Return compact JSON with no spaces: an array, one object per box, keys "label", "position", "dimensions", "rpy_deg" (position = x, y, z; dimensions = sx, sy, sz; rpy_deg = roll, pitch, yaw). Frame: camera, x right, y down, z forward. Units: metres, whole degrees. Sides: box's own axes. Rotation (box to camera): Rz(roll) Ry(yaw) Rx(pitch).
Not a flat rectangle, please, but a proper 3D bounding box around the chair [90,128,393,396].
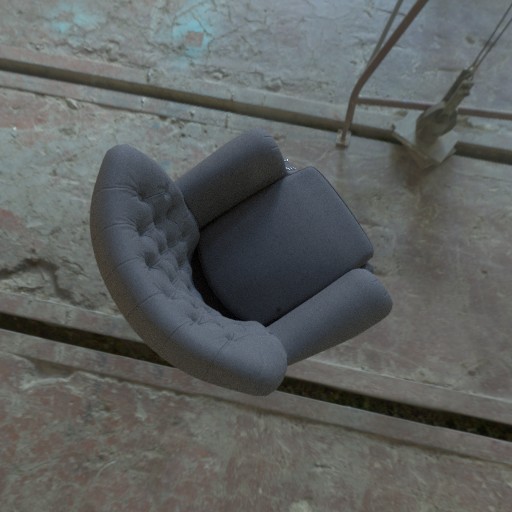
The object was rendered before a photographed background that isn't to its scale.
[{"label":"chair","position":[0.000,0.000,1.815],"dimensions":[0.983,1.046,0.983],"rpy_deg":[-32,77,-9]}]
